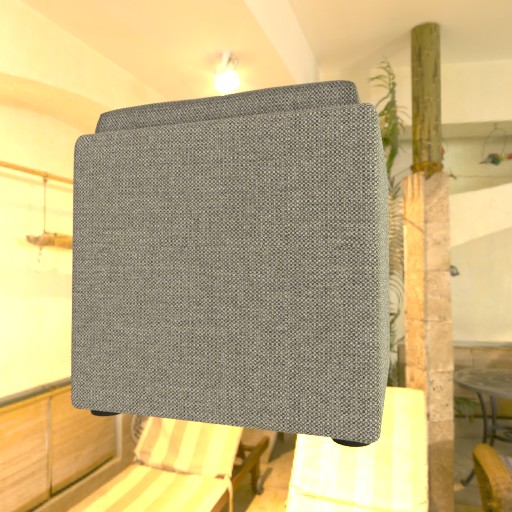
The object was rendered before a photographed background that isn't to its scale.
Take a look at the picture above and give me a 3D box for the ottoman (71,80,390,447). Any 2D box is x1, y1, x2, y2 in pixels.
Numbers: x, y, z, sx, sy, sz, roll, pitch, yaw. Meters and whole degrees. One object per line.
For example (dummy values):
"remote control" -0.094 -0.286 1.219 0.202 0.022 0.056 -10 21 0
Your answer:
"ottoman" 0.000 0.000 0.807 0.454 0.487 0.436 -1 -2 18
